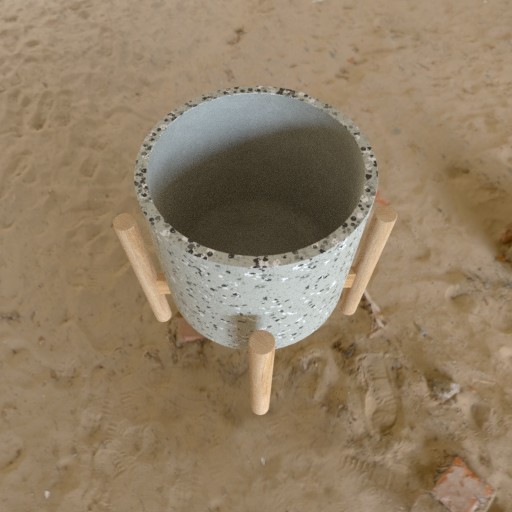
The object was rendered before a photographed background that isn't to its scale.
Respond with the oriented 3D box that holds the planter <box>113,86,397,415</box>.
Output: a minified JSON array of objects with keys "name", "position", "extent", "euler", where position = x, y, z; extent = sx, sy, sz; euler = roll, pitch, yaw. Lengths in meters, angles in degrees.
[{"name":"planter","position":[0.000,0.000,0.542],"extent":[0.284,0.320,0.284],"euler":[17,60,11]}]
